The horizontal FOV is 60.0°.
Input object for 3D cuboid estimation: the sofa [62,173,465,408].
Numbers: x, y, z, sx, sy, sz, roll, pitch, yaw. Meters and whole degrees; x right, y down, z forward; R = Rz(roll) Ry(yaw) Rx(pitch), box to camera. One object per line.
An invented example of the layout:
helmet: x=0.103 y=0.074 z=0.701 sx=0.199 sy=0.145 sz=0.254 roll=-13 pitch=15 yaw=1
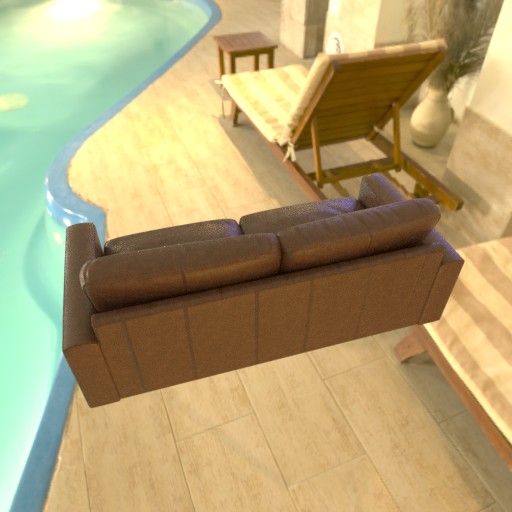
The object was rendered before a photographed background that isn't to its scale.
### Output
sofa: x=0.000 y=0.000 z=2.712 sx=2.179 sy=0.873 sz=1.016 roll=-11 pitch=43 yaw=-12
